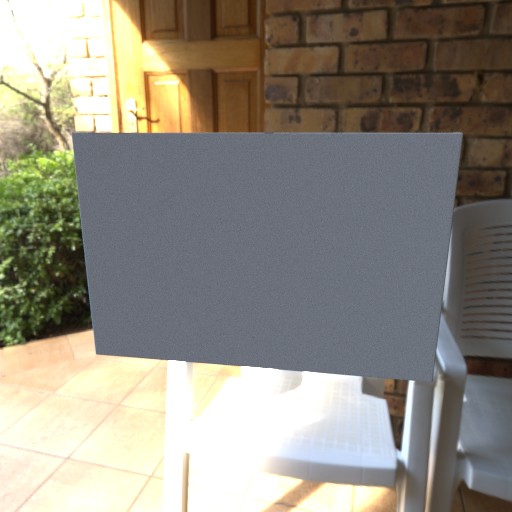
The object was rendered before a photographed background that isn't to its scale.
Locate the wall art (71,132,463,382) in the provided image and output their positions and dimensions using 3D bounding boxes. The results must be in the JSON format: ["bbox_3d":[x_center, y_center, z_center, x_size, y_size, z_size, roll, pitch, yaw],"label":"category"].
[{"bbox_3d":[0.000,0.000,1.109,0.894,0.595,0.057,3,16,9],"label":"wall art"}]
